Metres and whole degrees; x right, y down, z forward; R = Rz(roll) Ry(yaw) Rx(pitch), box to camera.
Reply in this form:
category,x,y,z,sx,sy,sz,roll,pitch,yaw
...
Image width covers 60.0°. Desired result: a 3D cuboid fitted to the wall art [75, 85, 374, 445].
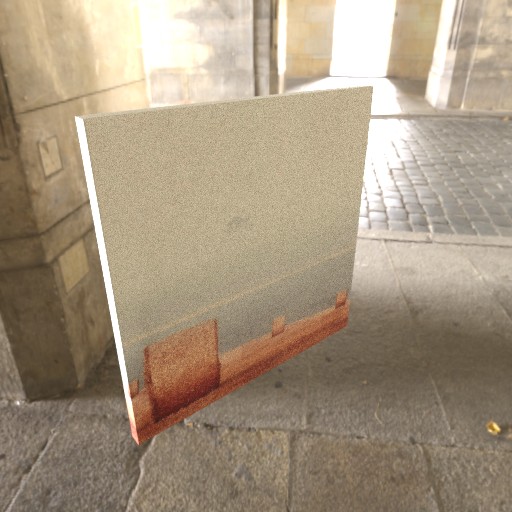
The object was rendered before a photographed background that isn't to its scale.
category,x,y,z,sx,sy,sz,roll,pitch,yaw
wall art,0.000,0.000,1.120,0.760,0.760,0.042,-20,33,-34
